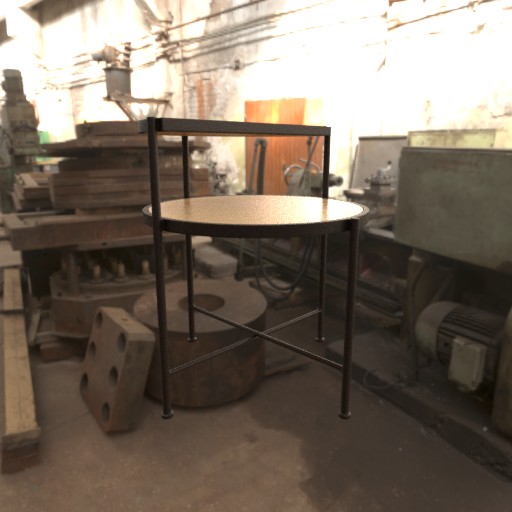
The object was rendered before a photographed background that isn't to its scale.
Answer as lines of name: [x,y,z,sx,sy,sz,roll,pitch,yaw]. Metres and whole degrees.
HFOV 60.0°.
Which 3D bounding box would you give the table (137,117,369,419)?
table: [0.000,0.000,1.185,0.629,0.684,0.628,-13,19,-43]
